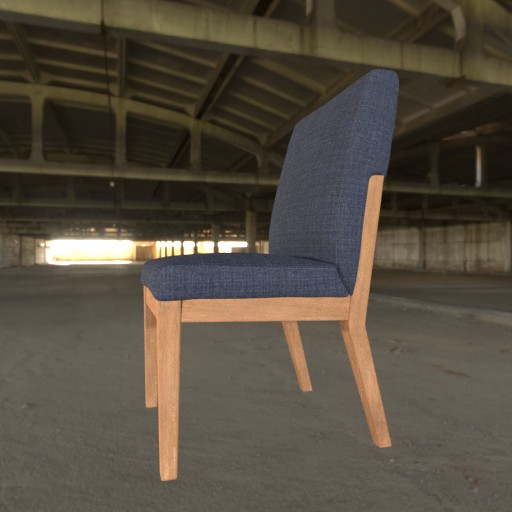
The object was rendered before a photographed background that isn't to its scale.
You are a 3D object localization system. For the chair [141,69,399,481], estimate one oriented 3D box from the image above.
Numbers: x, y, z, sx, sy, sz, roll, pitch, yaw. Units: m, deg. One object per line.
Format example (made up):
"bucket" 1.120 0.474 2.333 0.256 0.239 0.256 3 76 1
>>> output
"chair" 0.000 0.000 1.205 0.586 0.911 0.507 0 0 -18
